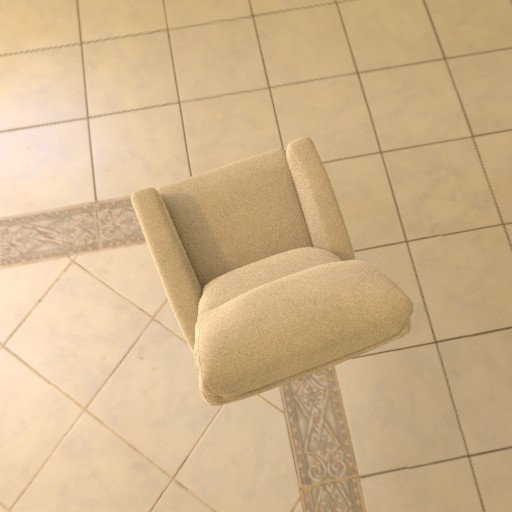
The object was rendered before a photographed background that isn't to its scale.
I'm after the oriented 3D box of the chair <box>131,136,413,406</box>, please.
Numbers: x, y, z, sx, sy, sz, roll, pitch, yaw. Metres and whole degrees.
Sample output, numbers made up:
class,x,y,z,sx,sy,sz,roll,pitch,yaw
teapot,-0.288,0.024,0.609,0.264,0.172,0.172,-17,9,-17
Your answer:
class,x,y,z,sx,sy,sz,roll,pitch,yaw
chair,0.000,0.000,1.722,0.794,1.021,0.940,-20,76,-5
